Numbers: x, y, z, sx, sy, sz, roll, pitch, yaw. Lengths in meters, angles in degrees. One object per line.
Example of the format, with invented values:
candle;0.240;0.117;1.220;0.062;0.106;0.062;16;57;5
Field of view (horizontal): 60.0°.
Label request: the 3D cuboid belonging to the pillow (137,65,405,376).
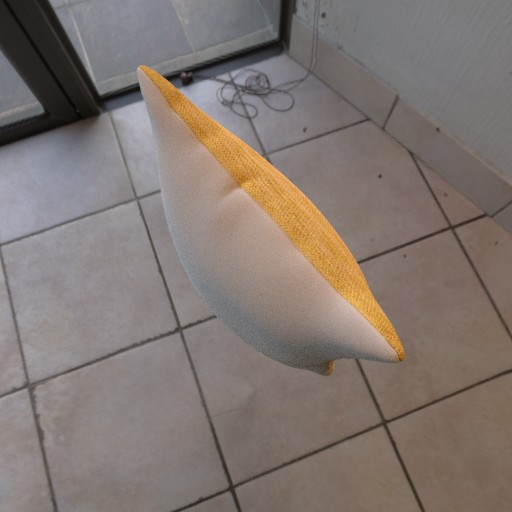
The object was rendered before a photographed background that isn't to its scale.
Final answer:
pillow;0.000;0.000;0.693;0.211;0.450;0.450;-38;77;-11
